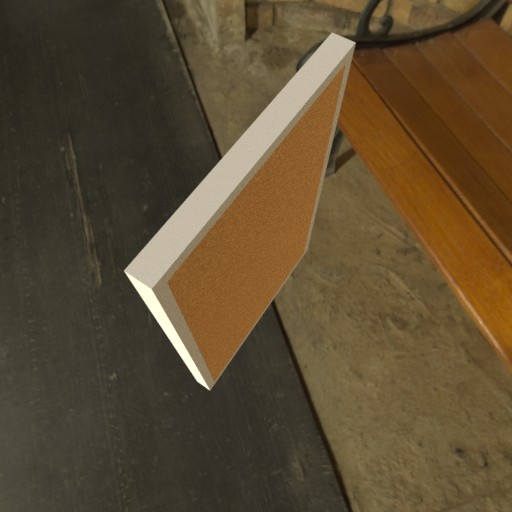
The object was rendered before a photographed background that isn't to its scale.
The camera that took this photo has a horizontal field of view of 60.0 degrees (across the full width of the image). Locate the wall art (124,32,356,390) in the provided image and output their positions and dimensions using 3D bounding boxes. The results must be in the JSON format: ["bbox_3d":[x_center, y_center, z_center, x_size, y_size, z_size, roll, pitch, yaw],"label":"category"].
[{"bbox_3d":[0.000,0.000,0.846,0.038,0.657,0.450,31,68,14],"label":"wall art"}]
